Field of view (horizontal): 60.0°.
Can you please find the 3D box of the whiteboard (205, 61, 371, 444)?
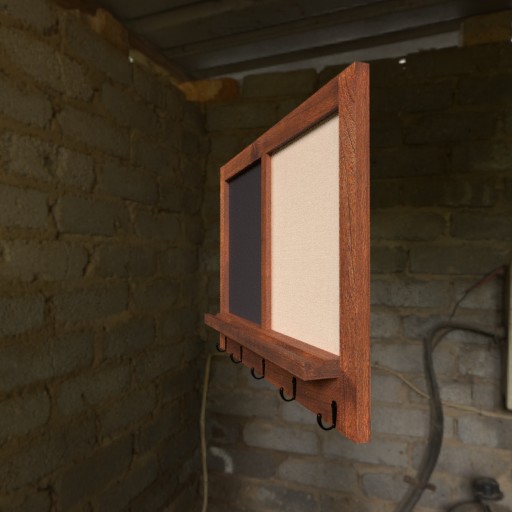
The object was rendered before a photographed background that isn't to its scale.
[{"bbox_3d":[0.000,0.000,0.994,0.083,0.553,0.768,0,-1,-19],"label":"whiteboard"}]
